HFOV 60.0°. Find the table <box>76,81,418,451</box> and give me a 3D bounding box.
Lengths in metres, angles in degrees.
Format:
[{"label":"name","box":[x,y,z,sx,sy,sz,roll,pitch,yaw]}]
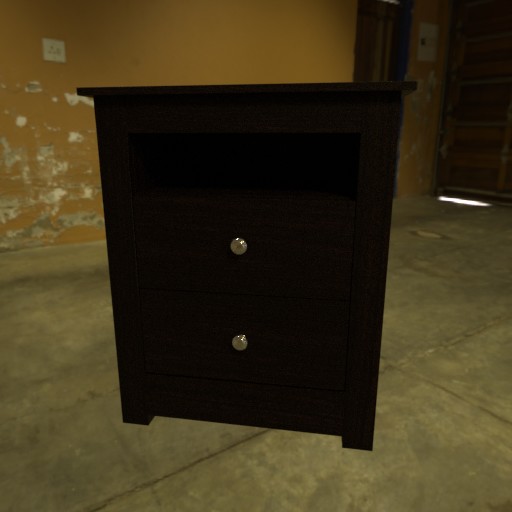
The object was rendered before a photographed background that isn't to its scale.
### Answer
[{"label":"table","box":[0.000,0.000,1.036,0.591,0.711,0.406,3,15,9]}]
